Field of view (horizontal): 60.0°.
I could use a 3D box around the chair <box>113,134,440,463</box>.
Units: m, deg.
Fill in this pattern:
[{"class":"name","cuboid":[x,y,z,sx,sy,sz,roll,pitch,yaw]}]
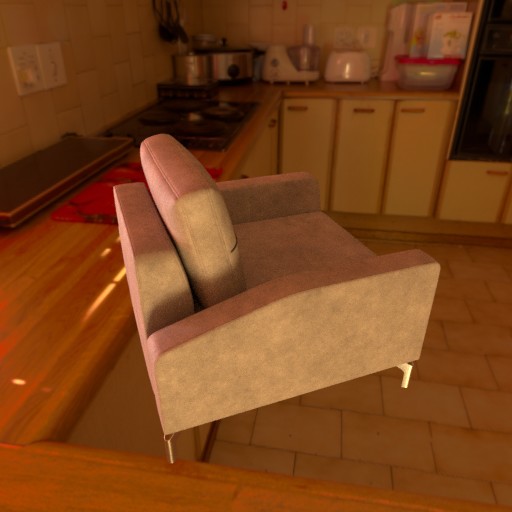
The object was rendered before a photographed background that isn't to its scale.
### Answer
[{"class":"chair","cuboid":[0.000,0.000,1.618,0.900,0.800,0.900,-11,31,-18]}]
